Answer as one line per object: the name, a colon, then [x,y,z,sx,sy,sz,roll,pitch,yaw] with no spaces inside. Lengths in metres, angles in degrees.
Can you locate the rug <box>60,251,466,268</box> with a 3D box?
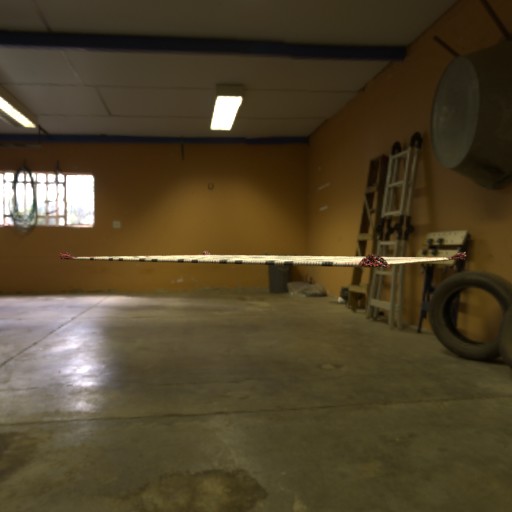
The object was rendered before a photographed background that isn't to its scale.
rug: [0.000,0.000,3.400,2.672,0.066,1.741,1,1,36]
